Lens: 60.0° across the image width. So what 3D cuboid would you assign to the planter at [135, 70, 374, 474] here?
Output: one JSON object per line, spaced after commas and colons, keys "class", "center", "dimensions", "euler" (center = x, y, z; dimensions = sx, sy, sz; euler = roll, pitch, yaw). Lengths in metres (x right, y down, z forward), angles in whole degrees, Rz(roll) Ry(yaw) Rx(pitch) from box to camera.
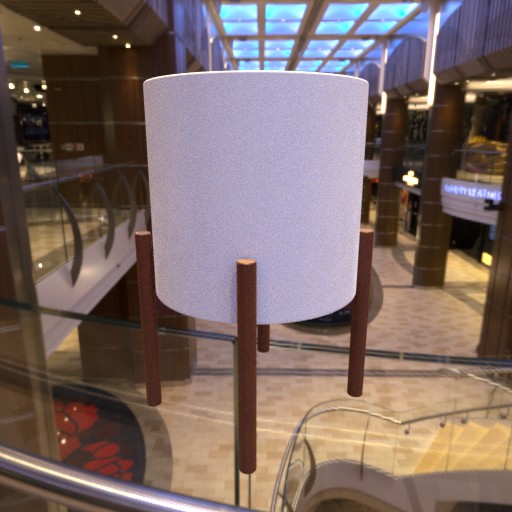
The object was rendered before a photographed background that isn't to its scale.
{"class": "planter", "center": [0.000, 0.000, 0.931], "dimensions": [0.417, 0.670, 0.417], "euler": [15, 21, 43]}
